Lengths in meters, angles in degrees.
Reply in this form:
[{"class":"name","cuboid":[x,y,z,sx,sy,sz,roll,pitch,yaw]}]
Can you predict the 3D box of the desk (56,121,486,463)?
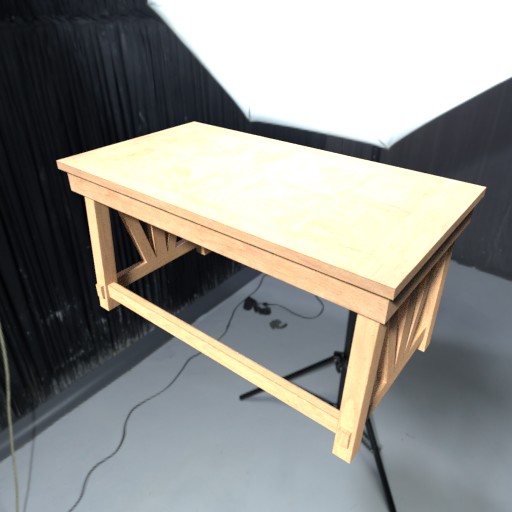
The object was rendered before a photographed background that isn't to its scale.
[{"class":"desk","cuboid":[0.000,0.000,1.937,1.499,0.762,0.813,22,38,32]}]
